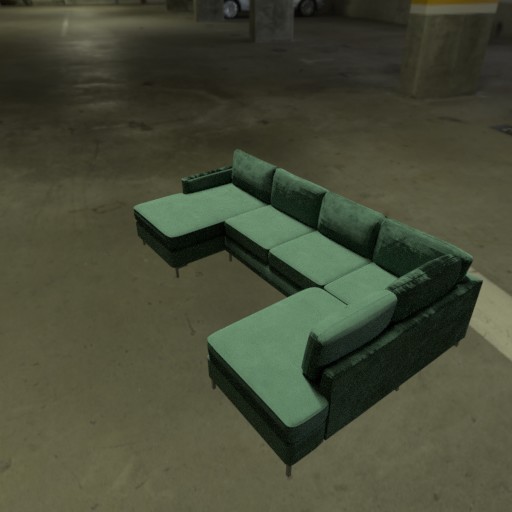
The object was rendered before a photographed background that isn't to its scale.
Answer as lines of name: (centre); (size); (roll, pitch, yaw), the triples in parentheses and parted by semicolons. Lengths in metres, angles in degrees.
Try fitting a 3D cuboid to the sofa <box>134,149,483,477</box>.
sofa: (0.000, 0.000, 4.305); (2.055, 0.992, 3.434); (-22, 38, -31)
